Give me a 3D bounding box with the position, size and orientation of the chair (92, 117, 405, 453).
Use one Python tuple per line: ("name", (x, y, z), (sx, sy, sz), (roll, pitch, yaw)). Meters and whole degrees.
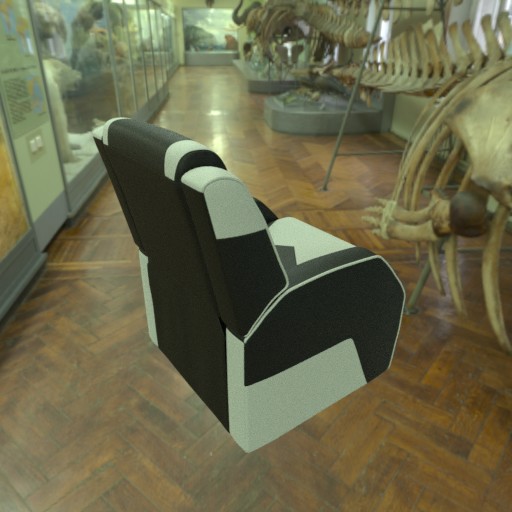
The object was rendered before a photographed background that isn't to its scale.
("chair", (0.000, 0.000, 1.310), (0.672, 0.805, 0.620), (-18, 32, -32))
